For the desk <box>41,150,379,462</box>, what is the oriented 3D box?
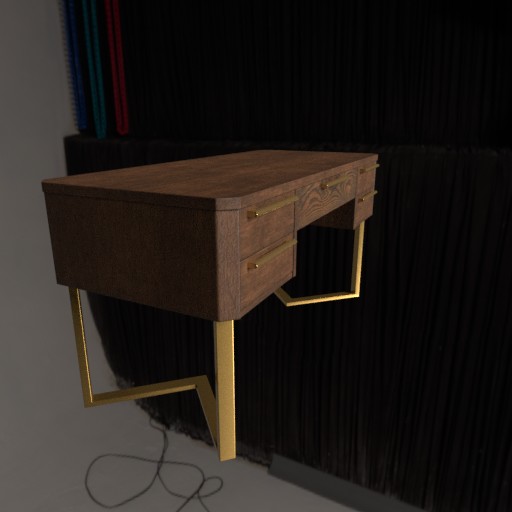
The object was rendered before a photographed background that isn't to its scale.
[{"bbox_3d":[0.000,0.000,1.862,0.684,0.762,1.479,9,19,26],"label":"desk"}]
